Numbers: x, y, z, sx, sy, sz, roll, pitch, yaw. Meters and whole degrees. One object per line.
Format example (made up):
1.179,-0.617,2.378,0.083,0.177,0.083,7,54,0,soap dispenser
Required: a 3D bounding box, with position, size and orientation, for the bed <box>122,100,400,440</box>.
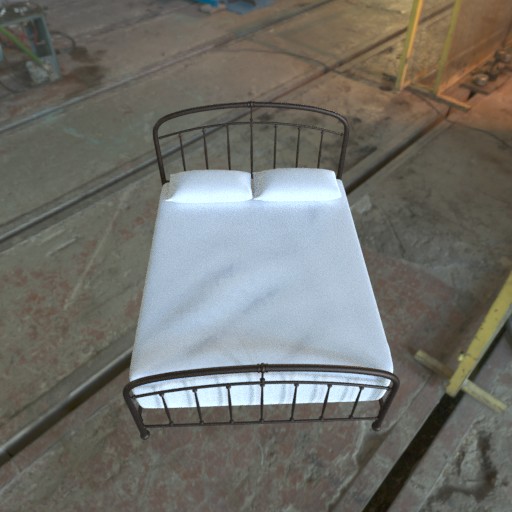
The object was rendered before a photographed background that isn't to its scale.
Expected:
0.000,0.000,3.376,1.711,1.425,2.180,-1,46,-1,bed
